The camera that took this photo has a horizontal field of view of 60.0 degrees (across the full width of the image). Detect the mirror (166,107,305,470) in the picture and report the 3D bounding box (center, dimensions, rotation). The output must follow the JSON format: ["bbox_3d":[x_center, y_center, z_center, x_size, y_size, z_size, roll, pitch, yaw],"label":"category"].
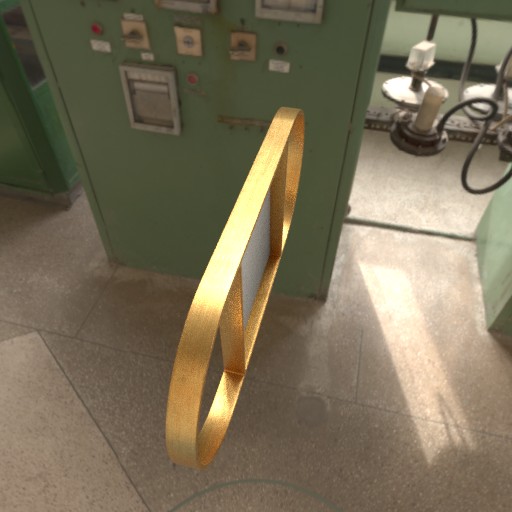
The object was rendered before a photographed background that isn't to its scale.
[{"bbox_3d":[0.000,0.000,0.642,0.032,0.254,0.584,11,48,10],"label":"mirror"}]
